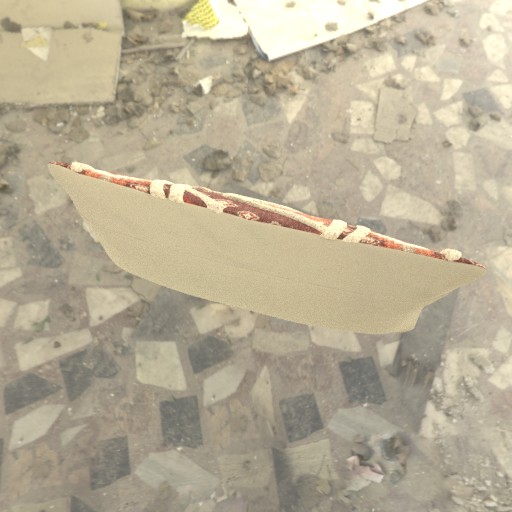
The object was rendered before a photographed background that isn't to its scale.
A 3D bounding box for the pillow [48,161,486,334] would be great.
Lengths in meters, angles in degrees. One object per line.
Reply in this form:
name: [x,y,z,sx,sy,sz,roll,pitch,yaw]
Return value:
pillow: [0.000,0.000,0.719,0.608,0.295,0.161,14,65,6]
